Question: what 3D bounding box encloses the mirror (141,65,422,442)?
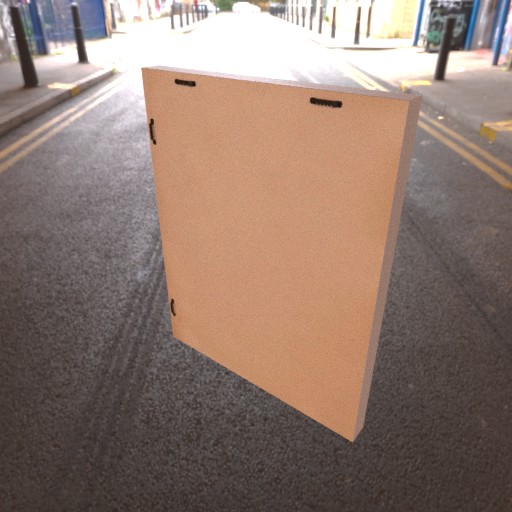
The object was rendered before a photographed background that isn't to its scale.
[{"bbox_3d":[0.000,0.000,0.678,0.405,0.508,0.041,21,36,32],"label":"mirror"}]
